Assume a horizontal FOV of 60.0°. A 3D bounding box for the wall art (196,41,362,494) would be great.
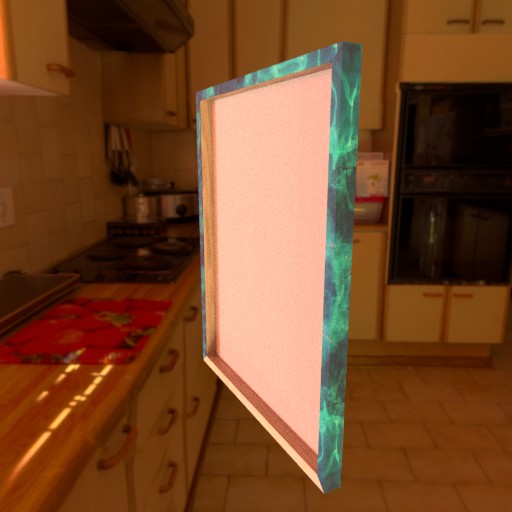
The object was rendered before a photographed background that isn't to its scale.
[{"bbox_3d":[0.000,0.000,0.992,0.038,0.760,0.609,-7,15,-27],"label":"wall art"}]
